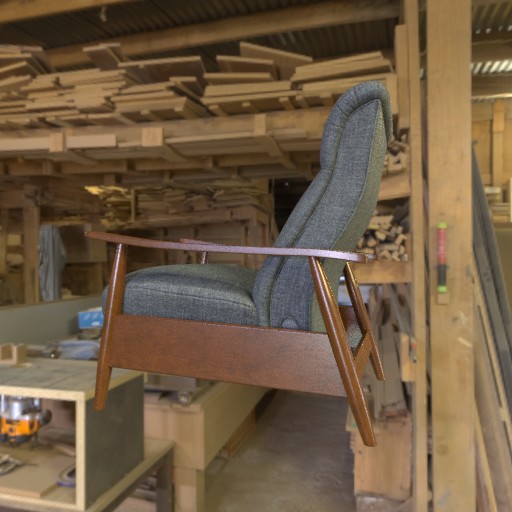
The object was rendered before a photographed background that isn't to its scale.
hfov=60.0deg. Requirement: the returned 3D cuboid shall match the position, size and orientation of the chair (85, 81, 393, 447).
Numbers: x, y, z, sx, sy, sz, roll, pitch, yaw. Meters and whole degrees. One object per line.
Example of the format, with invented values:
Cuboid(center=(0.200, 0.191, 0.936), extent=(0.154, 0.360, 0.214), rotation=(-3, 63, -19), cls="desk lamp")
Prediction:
Cuboid(center=(0.000, 0.000, 1.753), extent=(1.030, 1.082, 0.762), rotation=(0, 0, 18), cls="chair")
